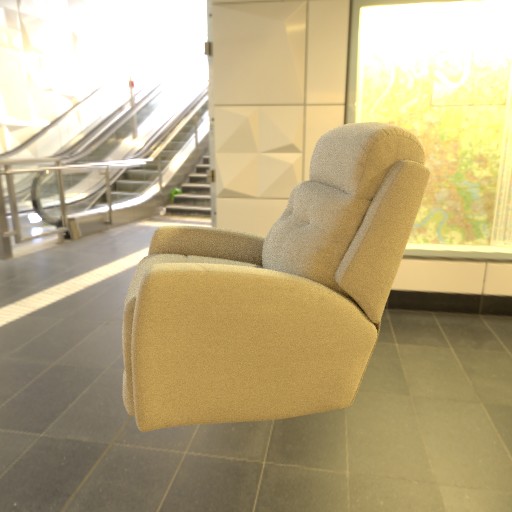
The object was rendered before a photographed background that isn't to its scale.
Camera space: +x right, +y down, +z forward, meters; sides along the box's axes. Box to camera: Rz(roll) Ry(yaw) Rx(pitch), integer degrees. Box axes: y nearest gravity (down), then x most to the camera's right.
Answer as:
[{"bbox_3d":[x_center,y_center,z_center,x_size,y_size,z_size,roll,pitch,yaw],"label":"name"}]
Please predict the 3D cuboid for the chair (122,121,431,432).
[{"bbox_3d":[0.000,0.000,1.753,1.043,1.013,0.798,-3,15,-9],"label":"chair"}]
